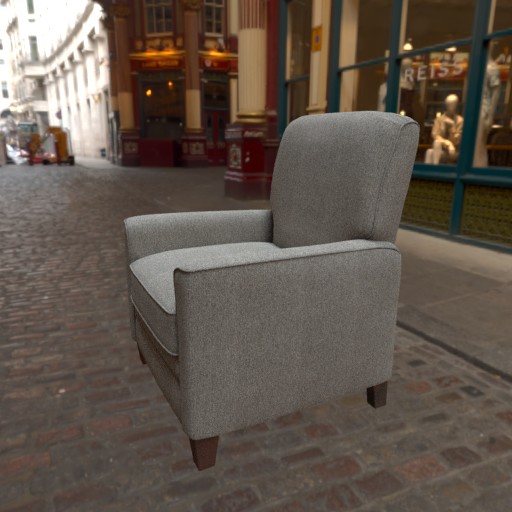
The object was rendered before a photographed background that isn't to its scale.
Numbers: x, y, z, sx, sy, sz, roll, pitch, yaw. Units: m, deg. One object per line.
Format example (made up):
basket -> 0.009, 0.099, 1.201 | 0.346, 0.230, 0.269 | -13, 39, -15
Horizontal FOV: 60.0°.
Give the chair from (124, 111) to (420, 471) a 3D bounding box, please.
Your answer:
chair -> 0.000, 0.000, 1.645 | 0.858, 1.028, 0.841 | -8, 17, -26
